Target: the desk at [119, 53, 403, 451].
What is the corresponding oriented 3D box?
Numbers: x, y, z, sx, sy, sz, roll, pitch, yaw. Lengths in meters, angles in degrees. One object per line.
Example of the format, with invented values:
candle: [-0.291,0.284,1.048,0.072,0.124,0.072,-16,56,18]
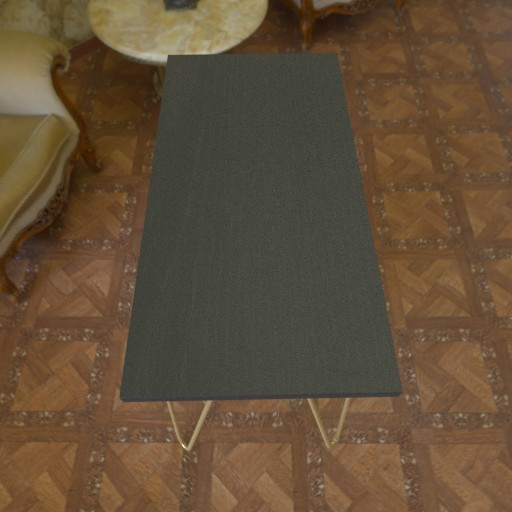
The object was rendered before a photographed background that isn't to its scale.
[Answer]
desk: [0.000,0.000,1.321,0.499,0.660,0.991,-1,58,-1]
